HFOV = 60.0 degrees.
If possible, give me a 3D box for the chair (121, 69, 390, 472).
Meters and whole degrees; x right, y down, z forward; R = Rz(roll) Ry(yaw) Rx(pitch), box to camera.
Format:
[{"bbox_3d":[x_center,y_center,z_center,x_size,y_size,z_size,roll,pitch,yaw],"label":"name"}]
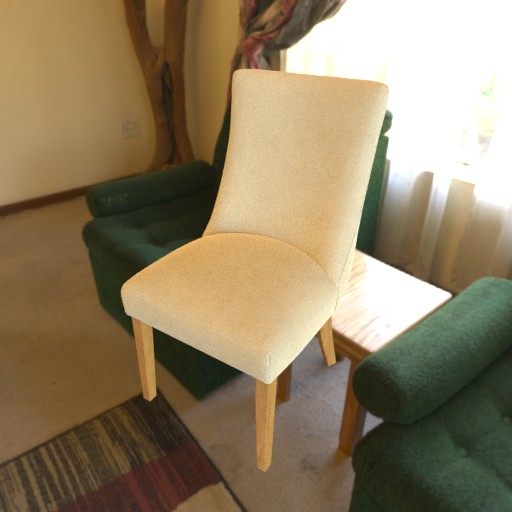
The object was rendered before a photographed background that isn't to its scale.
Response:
[{"bbox_3d":[0.000,0.000,1.256,0.495,0.902,0.610,19,35,29],"label":"chair"}]
